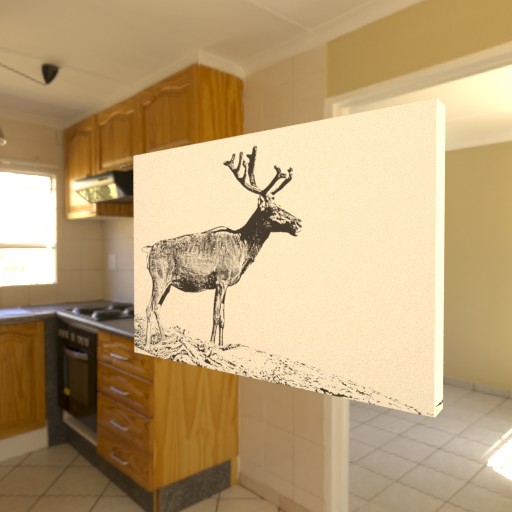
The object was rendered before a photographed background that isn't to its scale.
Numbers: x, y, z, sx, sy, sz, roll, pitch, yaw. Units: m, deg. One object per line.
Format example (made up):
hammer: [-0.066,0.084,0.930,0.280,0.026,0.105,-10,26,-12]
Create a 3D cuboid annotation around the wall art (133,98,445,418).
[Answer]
wall art: [0.000,0.000,0.770,0.608,0.414,0.042,1,1,36]
